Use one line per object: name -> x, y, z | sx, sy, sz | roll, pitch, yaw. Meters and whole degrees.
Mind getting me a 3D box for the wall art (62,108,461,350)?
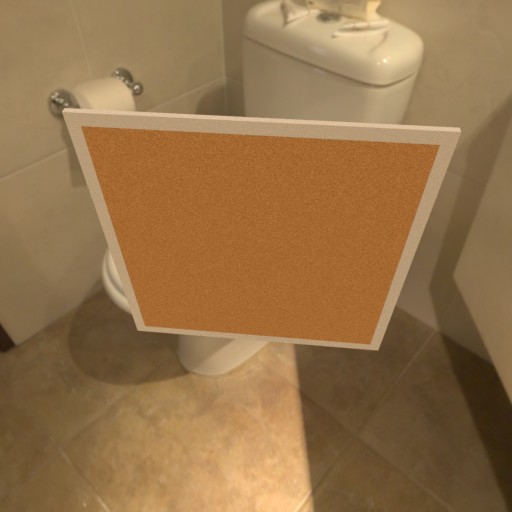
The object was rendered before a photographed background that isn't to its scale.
wall art -> 0.000, 0.000, 0.674 | 0.456, 0.457, 0.009 | 4, 47, 4
